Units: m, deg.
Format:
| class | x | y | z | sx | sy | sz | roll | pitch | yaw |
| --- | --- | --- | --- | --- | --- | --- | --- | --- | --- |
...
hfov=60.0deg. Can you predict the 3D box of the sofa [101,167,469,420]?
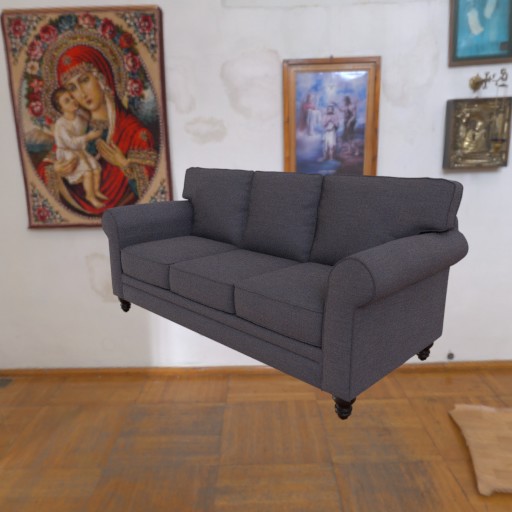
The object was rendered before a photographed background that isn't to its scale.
| class | x | y | z | sx | sy | sz | roll | pitch | yaw |
| --- | --- | --- | --- | --- | --- | --- | --- | --- | --- |
| sofa | 0.000 | 0.000 | 2.604 | 2.084 | 0.966 | 0.909 | 13 | 19 | 43 |
